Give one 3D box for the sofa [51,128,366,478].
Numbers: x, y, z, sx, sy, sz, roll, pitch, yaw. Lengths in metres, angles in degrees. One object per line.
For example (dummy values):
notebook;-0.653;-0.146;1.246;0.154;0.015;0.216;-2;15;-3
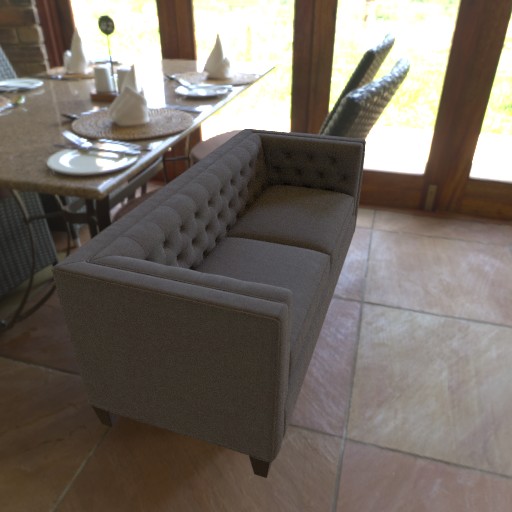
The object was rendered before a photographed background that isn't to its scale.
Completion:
sofa;0.000;0.000;2.202;0.775;0.762;1.778;10;33;16
